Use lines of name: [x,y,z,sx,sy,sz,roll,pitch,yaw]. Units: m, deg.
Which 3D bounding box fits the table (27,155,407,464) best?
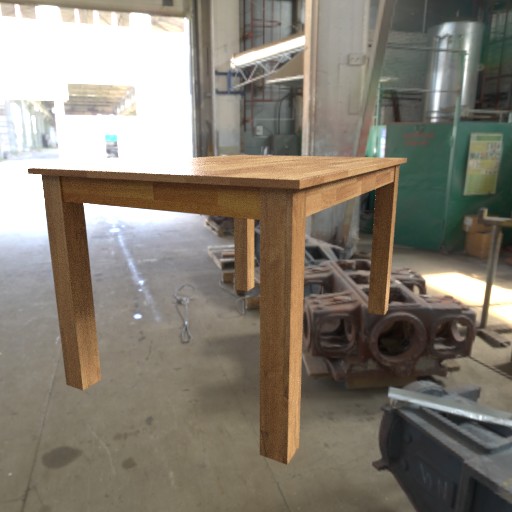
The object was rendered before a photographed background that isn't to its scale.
table: [0.000,0.000,1.804,0.900,0.750,1.300,8,17,27]
